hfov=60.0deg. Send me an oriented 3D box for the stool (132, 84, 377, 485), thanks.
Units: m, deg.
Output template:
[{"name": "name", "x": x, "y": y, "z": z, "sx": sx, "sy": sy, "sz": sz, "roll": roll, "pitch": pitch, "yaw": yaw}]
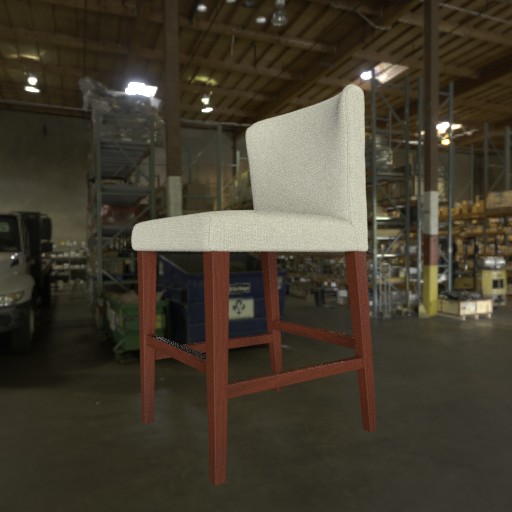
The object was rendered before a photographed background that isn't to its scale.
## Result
[{"name": "stool", "x": 0.000, "y": 0.000, "z": 1.260, "sx": 0.568, "sy": 0.969, "sz": 0.481, "roll": -1, "pitch": 1, "yaw": -35}]
